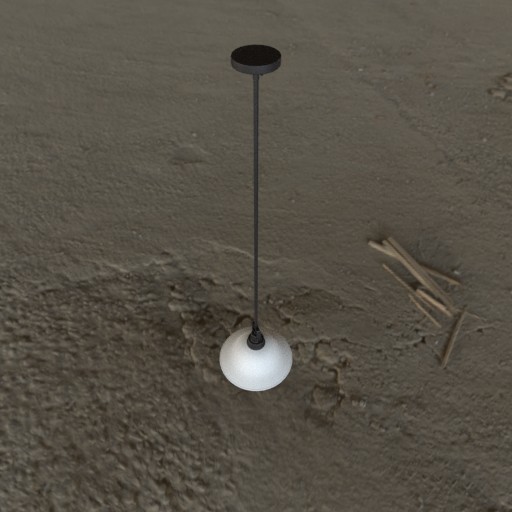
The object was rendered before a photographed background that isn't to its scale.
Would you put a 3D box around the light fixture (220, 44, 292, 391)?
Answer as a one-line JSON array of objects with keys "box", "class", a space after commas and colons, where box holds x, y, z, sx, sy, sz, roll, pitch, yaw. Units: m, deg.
[{"box": [0.000, 0.000, 1.487, 0.324, 1.337, 0.324, -16, 50, -14], "class": "light fixture"}]
